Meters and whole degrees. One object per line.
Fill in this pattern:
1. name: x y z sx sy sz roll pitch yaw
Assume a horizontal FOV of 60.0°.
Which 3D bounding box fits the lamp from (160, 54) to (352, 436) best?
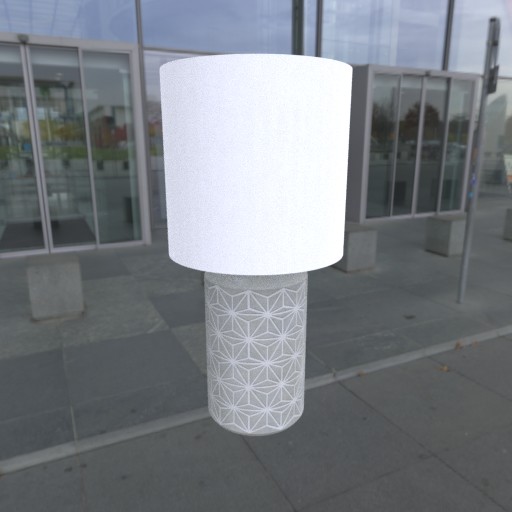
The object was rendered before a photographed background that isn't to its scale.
1. lamp: 0.000 0.000 0.536 0.206 0.416 0.206 -3 15 -10
